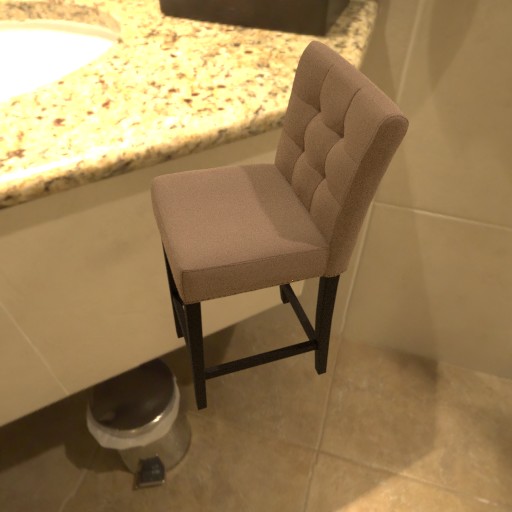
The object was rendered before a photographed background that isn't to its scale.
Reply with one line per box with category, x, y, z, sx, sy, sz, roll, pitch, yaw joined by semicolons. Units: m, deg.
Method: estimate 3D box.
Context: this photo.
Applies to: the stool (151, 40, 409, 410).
stool;0.000;0.000;1.327;0.548;1.047;0.411;-15;49;-13
